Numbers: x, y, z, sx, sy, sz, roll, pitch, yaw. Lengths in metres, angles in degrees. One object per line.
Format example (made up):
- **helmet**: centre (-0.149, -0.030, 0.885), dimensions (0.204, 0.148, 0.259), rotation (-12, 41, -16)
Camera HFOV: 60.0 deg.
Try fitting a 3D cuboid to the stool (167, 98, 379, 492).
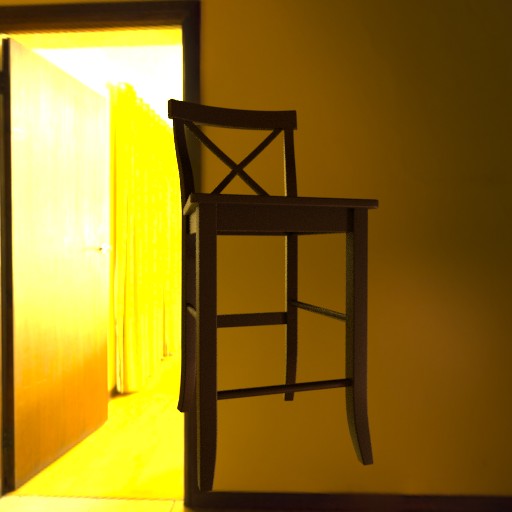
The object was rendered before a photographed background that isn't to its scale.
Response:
- **stool**: centre (0.000, 0.000, 1.256), dimensions (0.452, 0.989, 0.559), rotation (0, 1, -17)
